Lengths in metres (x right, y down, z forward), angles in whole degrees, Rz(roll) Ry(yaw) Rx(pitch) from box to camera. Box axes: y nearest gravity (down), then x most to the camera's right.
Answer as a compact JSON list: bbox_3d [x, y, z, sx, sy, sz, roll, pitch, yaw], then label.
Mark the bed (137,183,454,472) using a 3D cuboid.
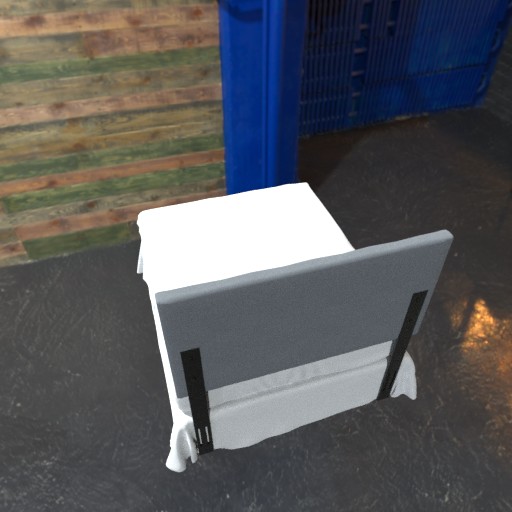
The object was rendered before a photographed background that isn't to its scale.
[{"bbox_3d":[0.000,0.000,3.467,1.936,1.577,2.222,-12,43,-13],"label":"bed"}]
